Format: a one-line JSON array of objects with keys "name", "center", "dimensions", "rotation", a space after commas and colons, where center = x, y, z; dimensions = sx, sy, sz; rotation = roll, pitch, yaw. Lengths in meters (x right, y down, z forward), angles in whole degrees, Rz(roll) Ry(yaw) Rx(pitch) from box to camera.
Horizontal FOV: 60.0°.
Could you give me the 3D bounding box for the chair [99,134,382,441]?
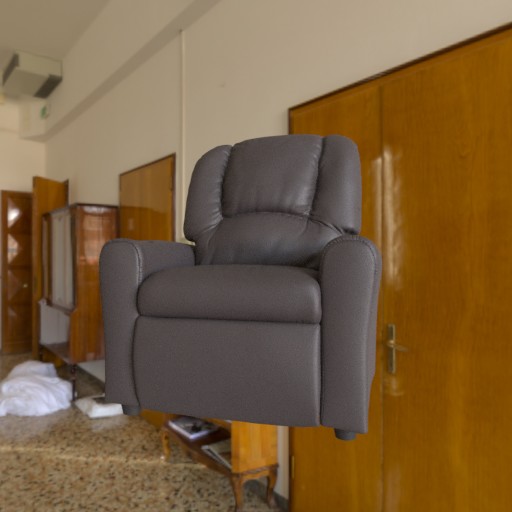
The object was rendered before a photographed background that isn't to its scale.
[{"name": "chair", "center": [0.000, 0.000, 1.117], "dimensions": [0.610, 0.709, 0.521], "rotation": [0, 0, 16]}]
